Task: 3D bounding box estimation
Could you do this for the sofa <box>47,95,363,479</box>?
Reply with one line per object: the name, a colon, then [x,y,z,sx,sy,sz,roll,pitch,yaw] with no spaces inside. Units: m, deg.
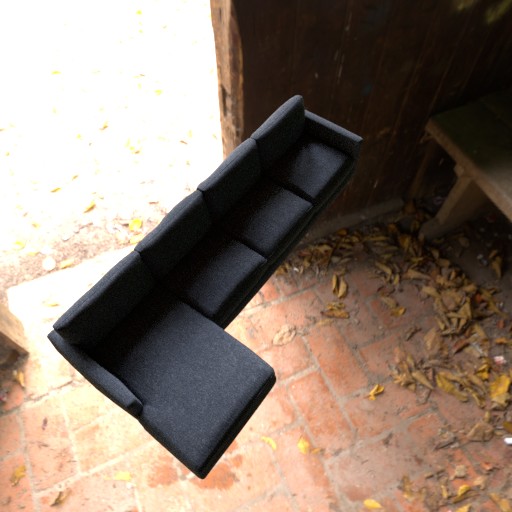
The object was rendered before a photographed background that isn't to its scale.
sofa: [0.000,0.000,3.488,1.350,0.810,2.932,33,64,18]
